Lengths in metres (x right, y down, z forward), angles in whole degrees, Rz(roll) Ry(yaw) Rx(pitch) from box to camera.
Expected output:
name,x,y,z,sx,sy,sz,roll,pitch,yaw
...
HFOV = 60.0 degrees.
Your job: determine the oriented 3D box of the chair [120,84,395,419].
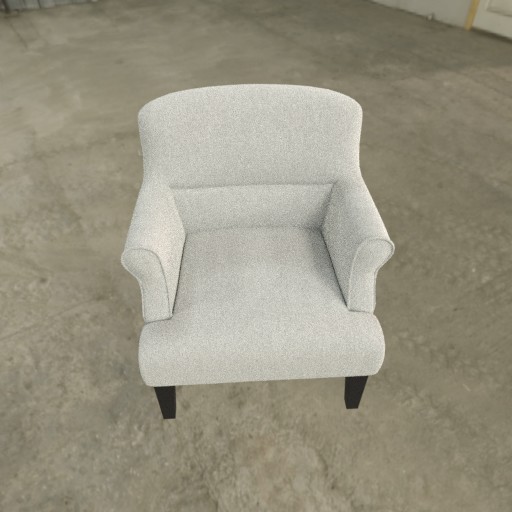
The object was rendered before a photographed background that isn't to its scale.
name,x,y,z,sx,sy,sz,roll,pitch,yaw
chair,0.000,0.000,1.488,0.781,0.875,0.750,-2,44,-2
